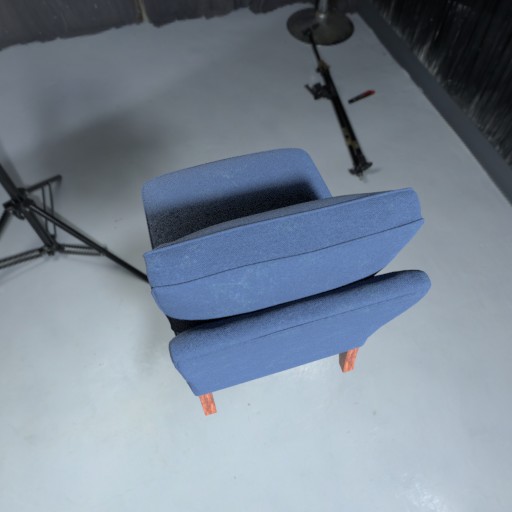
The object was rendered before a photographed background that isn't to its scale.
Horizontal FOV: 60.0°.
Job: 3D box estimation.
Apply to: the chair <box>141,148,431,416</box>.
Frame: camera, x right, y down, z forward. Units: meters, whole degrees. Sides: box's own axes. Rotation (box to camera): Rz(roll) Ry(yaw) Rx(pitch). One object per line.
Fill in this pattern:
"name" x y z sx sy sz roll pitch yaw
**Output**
"chair" 0.000 0.000 1.632 0.724 1.052 0.912 -15 59 -9
